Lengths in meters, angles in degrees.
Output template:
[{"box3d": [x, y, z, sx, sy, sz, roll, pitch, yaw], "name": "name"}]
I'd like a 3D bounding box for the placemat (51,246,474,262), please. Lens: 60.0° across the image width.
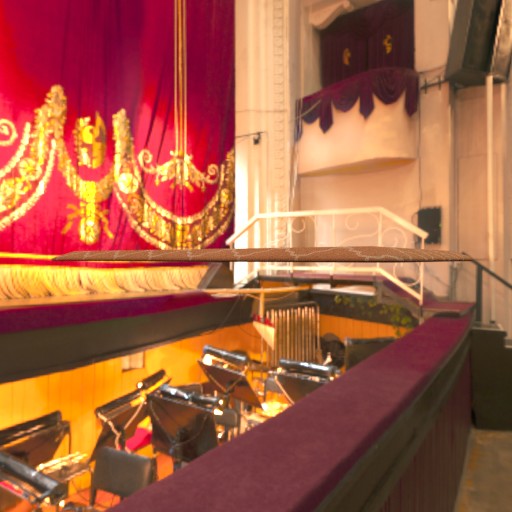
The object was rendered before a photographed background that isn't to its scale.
[{"box3d": [0.000, 0.000, 0.937, 0.762, 0.021, 0.508, 0, 0, 36], "name": "placemat"}]
